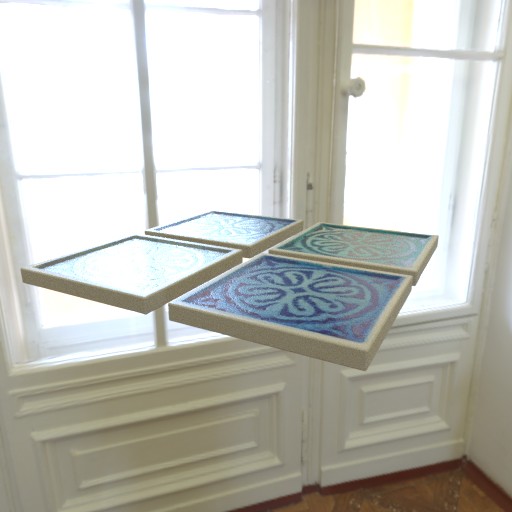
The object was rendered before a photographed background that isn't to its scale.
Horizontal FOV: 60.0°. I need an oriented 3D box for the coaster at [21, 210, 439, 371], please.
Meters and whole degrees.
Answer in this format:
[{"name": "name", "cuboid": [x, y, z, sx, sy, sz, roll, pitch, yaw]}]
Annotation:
[{"name": "coaster", "cuboid": [0.000, 0.000, 0.318, 0.219, 0.010, 0.214, 9, 19, 27]}]
